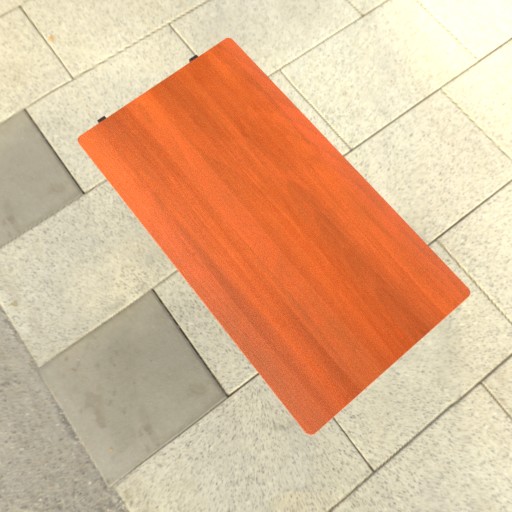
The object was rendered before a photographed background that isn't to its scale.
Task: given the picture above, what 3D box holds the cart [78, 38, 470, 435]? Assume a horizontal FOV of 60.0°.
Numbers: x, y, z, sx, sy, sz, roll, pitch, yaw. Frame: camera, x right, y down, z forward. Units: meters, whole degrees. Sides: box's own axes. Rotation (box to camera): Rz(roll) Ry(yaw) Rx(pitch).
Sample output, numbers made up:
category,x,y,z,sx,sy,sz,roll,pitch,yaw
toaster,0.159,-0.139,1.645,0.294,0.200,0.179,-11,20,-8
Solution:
category,x,y,z,sx,sy,sz,roll,pitch,yaw
cart,0.000,0.000,1.439,0.457,0.927,0.899,-38,78,-9
